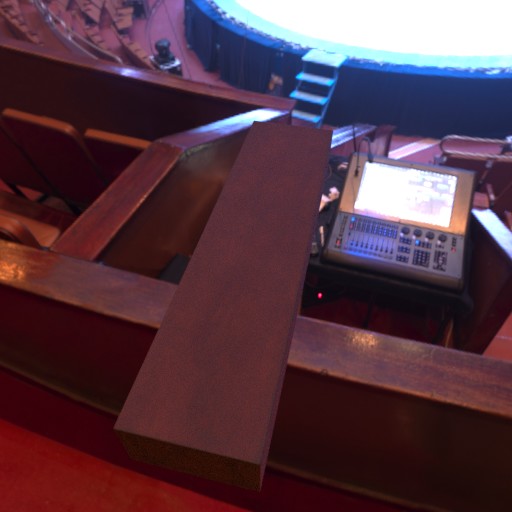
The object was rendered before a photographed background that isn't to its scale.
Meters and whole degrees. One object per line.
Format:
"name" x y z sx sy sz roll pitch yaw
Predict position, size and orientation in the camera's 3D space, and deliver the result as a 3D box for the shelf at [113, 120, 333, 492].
"shelf" 0.000 0.000 0.666 0.152 0.088 0.607 10 48 9
